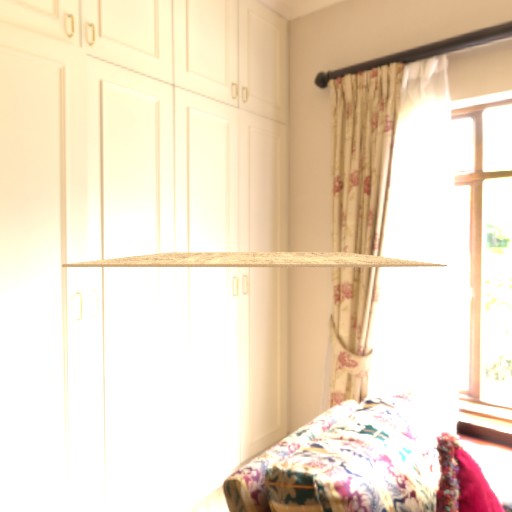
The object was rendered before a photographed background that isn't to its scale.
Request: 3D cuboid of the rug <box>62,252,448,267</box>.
[{"bbox_3d":[0.000,0.000,3.159,1.706,0.026,2.438,0,2,0],"label":"rug"}]
